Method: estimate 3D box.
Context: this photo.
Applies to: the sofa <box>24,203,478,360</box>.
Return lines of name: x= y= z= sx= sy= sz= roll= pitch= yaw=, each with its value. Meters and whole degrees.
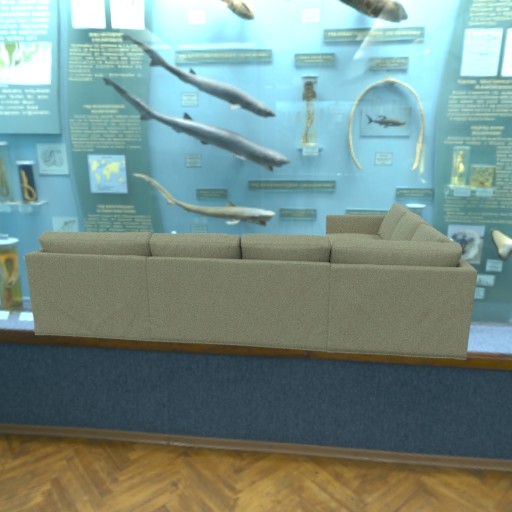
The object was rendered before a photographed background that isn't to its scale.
sofa: x=0.000 y=0.000 z=4.522 sx=3.460 sy=0.882 sz=2.427 roll=2 pitch=14 yaw=7
